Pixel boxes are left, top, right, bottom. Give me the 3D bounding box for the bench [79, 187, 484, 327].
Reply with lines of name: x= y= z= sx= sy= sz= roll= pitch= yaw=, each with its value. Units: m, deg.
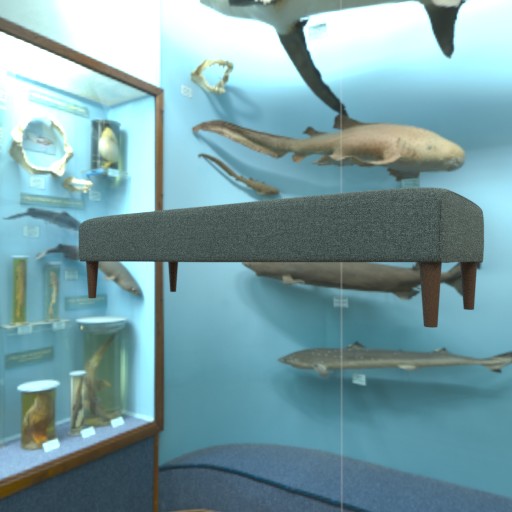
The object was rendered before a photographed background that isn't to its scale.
bench: x=0.000 y=0.000 z=1.812 sx=1.598 sy=0.384 sz=0.631 roll=0 pitch=-1 yaw=36
